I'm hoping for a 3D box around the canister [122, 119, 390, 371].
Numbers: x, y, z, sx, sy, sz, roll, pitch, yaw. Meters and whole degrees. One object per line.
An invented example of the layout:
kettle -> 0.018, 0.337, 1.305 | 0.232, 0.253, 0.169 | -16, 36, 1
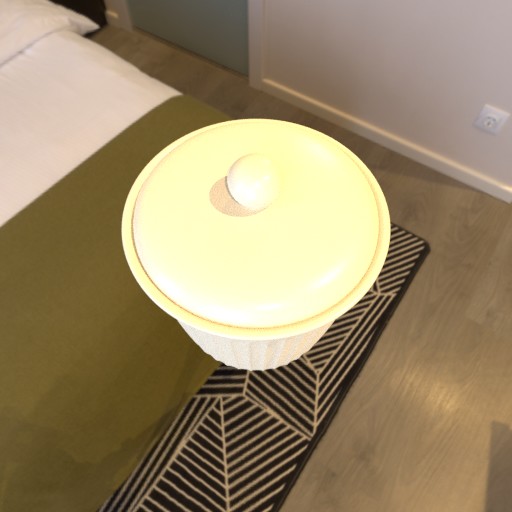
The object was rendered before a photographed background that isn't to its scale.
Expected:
canister -> 0.000, 0.000, 0.352 | 0.181, 0.211, 0.181 | 0, 59, 0
